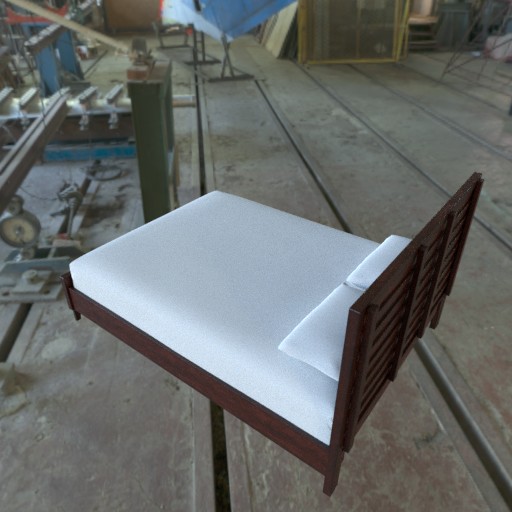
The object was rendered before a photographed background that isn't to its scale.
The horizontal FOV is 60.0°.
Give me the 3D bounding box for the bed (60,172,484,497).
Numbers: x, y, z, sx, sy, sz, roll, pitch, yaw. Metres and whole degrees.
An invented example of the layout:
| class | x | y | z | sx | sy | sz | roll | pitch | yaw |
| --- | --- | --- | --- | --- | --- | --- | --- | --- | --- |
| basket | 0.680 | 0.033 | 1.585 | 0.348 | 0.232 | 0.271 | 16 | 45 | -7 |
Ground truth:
| class | x | y | z | sx | sy | sz | roll | pitch | yaw |
| --- | --- | --- | --- | --- | --- | --- | --- | --- | --- |
| bed | 0.000 | 0.000 | 3.744 | 2.803 | 1.492 | 2.040 | 22 | 39 | 31 |
